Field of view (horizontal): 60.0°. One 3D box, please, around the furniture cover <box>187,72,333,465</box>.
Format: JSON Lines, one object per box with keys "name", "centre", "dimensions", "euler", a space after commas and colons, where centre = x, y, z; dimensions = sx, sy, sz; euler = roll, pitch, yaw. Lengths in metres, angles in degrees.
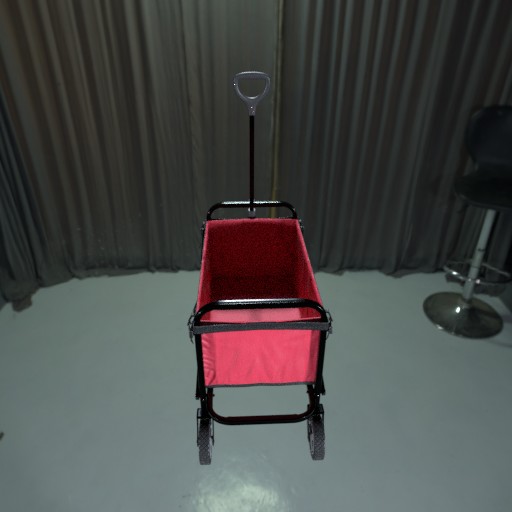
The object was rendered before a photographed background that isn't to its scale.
{"name": "furniture cover", "centre": [0.000, 0.000, 1.803], "dimensions": [0.532, 1.295, 1.038], "euler": [-1, 30, -2]}
